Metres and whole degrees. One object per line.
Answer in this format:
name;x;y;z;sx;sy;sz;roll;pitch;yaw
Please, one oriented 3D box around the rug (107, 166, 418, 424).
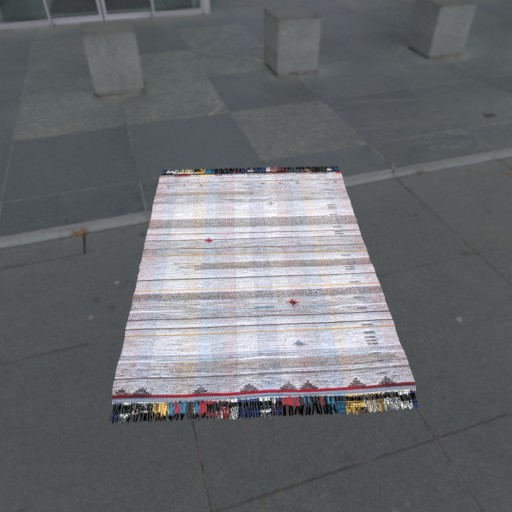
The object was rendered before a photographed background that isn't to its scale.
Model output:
rug;0.000;0.000;2.346;1.217;0.012;1.848;-2;41;-2
